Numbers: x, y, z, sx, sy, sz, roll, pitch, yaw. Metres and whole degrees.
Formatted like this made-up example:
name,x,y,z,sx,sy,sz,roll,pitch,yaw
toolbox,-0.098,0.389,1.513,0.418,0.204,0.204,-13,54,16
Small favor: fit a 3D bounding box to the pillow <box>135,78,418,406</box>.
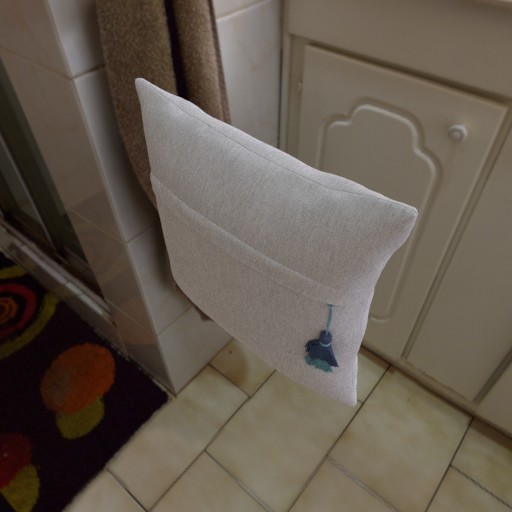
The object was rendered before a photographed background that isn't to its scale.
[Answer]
name,x,y,z,sx,sy,sz,roll,pitch,yaw
pillow,0.000,0.000,0.682,0.433,0.436,0.173,33,55,28
